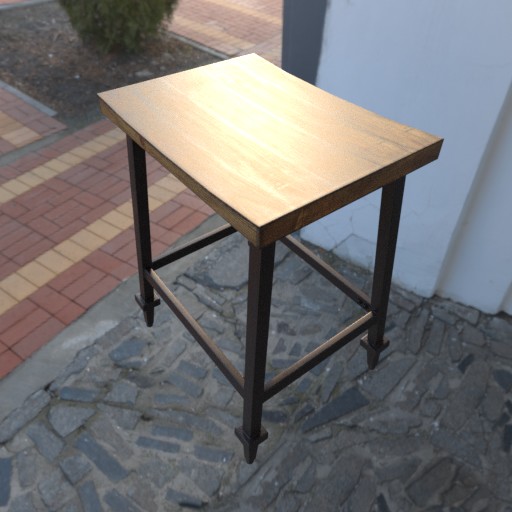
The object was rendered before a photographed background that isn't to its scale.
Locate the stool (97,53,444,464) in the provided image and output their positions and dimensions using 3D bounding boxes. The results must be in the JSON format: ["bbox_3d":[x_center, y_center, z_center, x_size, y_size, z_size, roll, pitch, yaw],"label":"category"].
[{"bbox_3d":[0.000,0.000,0.930,0.405,0.625,0.486,-27,49,-26],"label":"stool"}]
